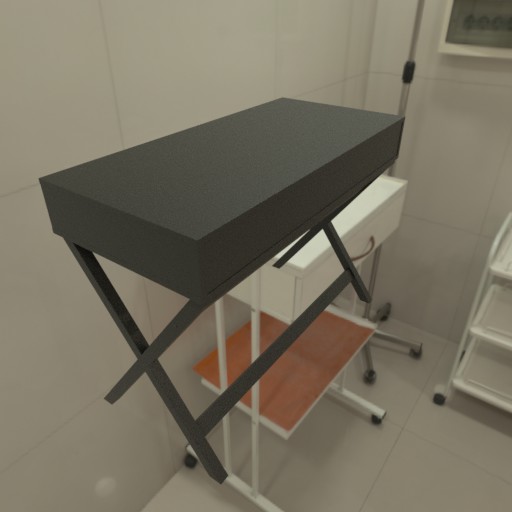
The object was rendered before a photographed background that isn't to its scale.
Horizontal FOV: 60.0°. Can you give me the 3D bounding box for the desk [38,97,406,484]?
[{"bbox_3d":[0.000,0.000,1.490,0.504,0.780,1.057,21,37,30],"label":"desk"}]
